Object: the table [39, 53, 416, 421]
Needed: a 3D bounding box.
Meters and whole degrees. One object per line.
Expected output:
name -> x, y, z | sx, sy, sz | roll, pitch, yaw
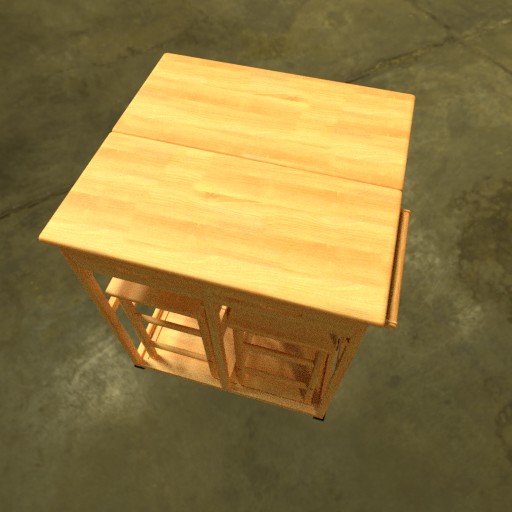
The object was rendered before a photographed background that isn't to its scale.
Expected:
table -> 0.000, 0.000, 1.392 | 0.752, 0.832, 0.693 | 13, 57, 9
